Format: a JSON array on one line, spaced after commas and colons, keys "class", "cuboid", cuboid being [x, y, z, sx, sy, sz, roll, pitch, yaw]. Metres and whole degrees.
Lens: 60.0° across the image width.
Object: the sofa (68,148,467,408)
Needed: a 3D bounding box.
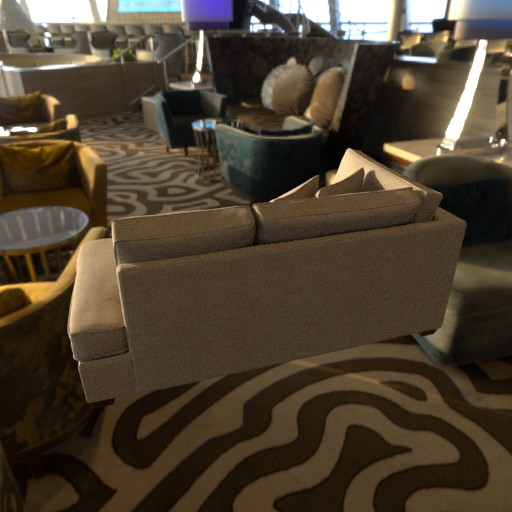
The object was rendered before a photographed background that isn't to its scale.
[{"class": "sofa", "cuboid": [0.000, 0.000, 2.861, 2.238, 1.019, 1.110, -8, 29, -15]}]
